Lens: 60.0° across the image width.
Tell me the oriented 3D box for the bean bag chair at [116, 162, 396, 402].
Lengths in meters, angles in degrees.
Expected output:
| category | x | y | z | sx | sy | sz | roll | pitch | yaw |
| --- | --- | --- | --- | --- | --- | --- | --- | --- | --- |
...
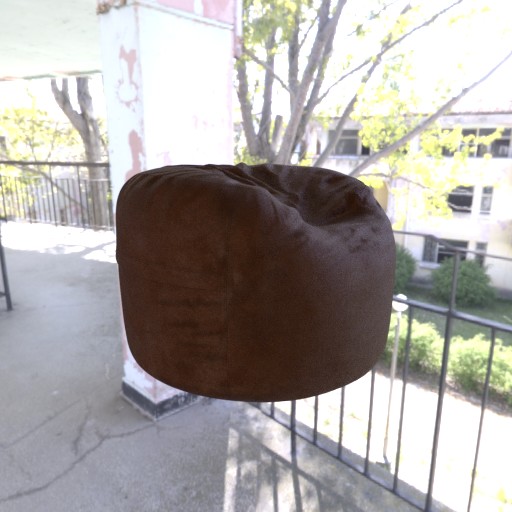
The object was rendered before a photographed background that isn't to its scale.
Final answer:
| category | x | y | z | sx | sy | sz | roll | pitch | yaw |
| --- | --- | --- | --- | --- | --- | --- | --- | --- | --- |
| bean bag chair | 0.000 | 0.000 | 1.519 | 0.918 | 0.616 | 0.918 | 0 | 14 | 0 |
